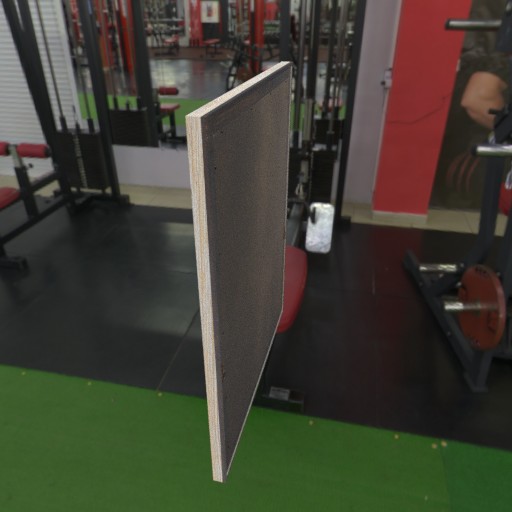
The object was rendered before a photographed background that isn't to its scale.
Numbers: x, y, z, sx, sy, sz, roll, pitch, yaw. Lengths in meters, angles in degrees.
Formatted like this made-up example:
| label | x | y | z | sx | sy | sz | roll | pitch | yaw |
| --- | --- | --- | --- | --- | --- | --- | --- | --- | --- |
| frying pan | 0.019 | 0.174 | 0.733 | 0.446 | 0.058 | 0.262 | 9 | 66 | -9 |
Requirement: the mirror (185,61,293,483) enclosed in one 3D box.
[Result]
| label | x | y | z | sx | sy | sz | roll | pitch | yaw |
| --- | --- | --- | --- | --- | --- | --- | --- | --- | --- |
| mirror | 0.000 | 0.000 | 1.185 | 0.032 | 0.882 | 0.730 | 7 | 31 | 12 |
